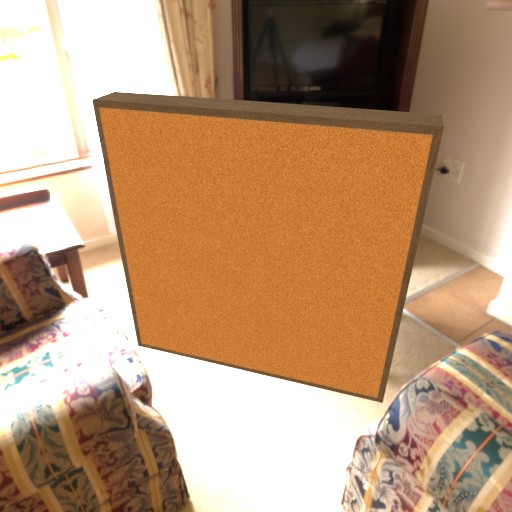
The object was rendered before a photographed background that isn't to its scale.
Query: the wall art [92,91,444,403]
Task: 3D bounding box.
[{"bbox_3d":[0.000,0.000,0.460,0.303,0.302,0.038,9,33,15],"label":"wall art"}]
